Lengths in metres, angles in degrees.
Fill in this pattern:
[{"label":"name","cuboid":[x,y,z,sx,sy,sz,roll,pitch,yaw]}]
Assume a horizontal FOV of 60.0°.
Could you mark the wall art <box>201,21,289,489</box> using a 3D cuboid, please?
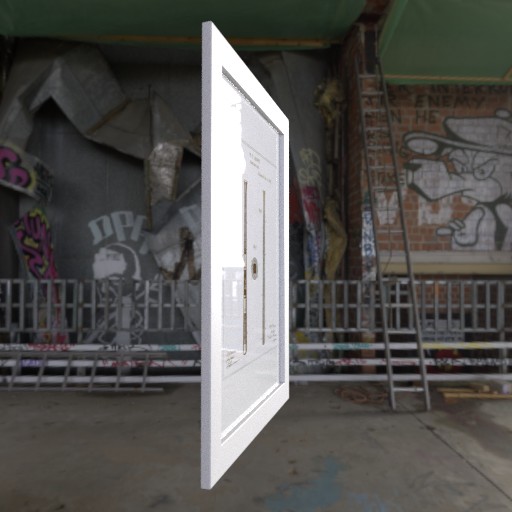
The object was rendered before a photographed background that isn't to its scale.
[{"label":"wall art","cuboid":[0.000,0.000,0.612,0.011,0.482,0.329,0,-1,18]}]
